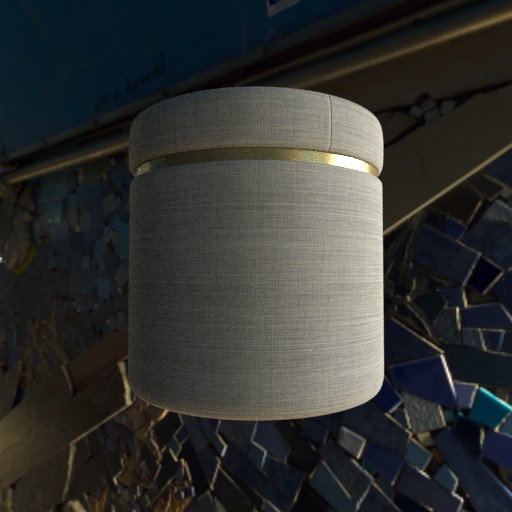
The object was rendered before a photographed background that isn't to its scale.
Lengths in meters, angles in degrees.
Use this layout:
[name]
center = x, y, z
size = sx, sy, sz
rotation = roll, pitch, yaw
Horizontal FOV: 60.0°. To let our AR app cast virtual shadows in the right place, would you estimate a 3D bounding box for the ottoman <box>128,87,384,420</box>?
[ottoman]
center = 0.000, 0.000, 0.719
size = 0.400, 0.406, 0.400
rotation = 0, -2, 0
